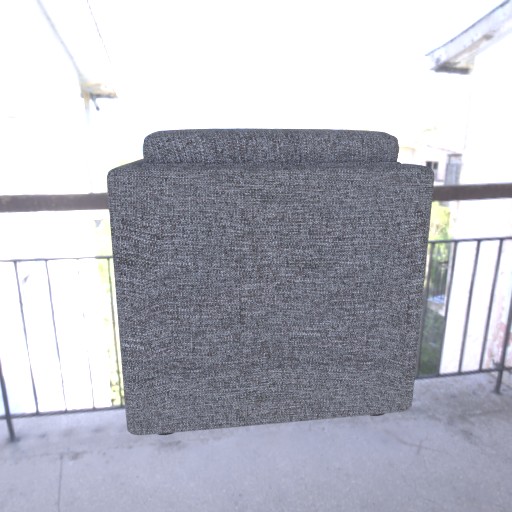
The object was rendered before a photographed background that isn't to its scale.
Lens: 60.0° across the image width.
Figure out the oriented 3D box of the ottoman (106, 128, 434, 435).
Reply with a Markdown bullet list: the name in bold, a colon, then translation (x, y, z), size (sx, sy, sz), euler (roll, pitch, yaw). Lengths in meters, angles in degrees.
- **ottoman**: translation (0.000, 0.000, 0.838), size (0.450, 0.460, 0.450), euler (-2, 14, -8)
